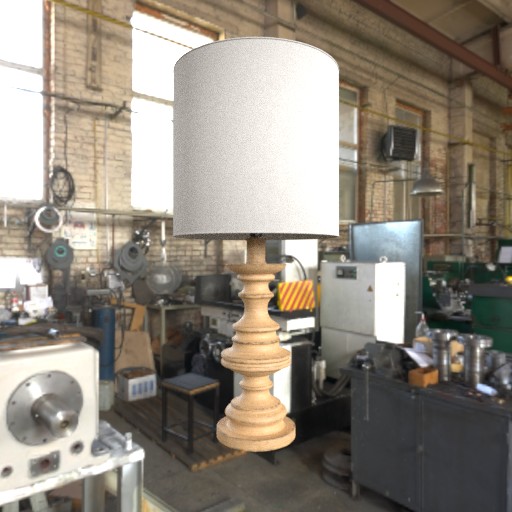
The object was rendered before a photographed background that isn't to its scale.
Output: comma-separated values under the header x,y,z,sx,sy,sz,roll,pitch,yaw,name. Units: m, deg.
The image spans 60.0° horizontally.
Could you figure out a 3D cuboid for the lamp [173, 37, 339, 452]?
x,y,z,sx,sy,sz,roll,pitch,yaw,name
0.000,0.000,0.565,0.208,0.455,0.208,0,0,18,lamp
